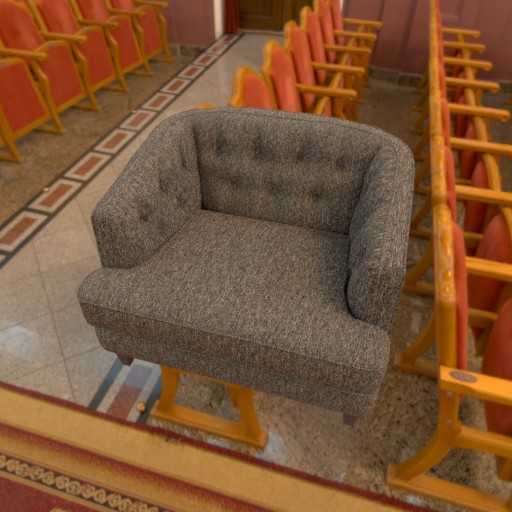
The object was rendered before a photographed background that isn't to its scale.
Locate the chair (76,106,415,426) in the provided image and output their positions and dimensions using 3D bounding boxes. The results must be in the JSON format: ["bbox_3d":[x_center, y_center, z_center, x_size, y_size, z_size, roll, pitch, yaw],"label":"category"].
[{"bbox_3d":[0.000,0.000,1.788,1.104,0.852,0.941,11,41,13],"label":"chair"}]
